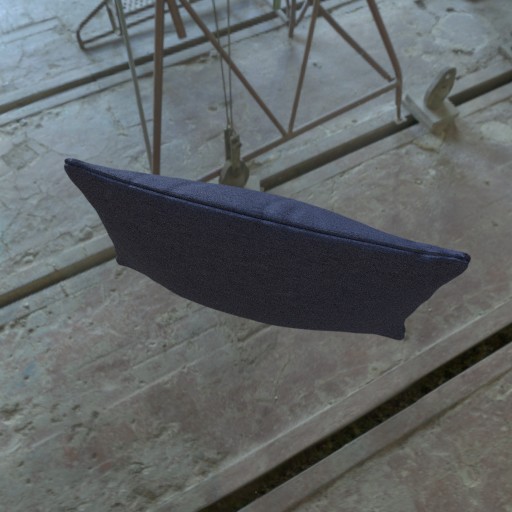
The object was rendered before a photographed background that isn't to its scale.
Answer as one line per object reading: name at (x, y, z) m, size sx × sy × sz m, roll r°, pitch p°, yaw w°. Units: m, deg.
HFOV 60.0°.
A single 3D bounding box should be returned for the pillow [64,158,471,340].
pillow at (0.000, 0.000, 0.805) m, size 0.633 × 0.338 × 0.210 m, roll 14°, pitch 63°, yaw 8°
